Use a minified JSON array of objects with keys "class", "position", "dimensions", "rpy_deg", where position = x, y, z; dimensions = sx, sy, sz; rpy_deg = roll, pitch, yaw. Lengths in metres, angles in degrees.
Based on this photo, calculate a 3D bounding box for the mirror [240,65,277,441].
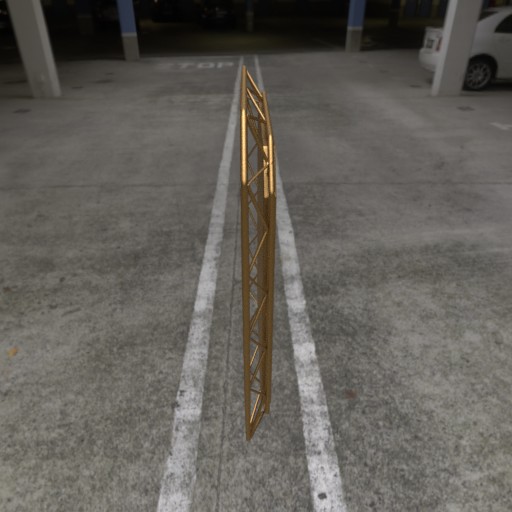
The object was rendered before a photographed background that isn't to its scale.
[{"class":"mirror","position":[0.000,0.000,0.755],"dimensions":[0.042,0.566,0.417],"rpy_deg":[-1,33,-1]}]
